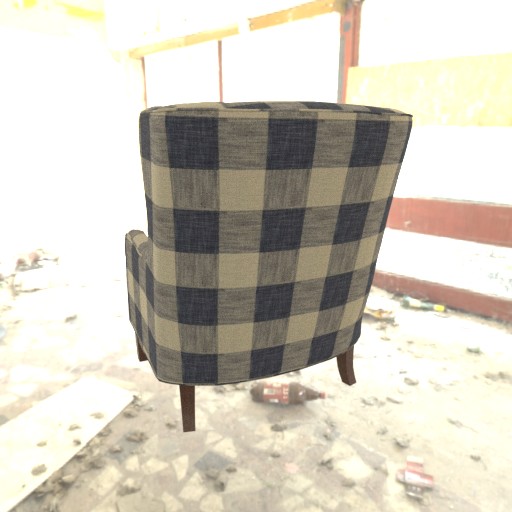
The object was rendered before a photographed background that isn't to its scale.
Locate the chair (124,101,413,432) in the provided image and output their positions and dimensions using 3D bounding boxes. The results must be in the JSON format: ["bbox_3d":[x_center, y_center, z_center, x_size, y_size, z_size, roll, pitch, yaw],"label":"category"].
[{"bbox_3d":[0.000,0.000,1.646,0.830,1.041,0.889,-7,17,-25],"label":"chair"}]
